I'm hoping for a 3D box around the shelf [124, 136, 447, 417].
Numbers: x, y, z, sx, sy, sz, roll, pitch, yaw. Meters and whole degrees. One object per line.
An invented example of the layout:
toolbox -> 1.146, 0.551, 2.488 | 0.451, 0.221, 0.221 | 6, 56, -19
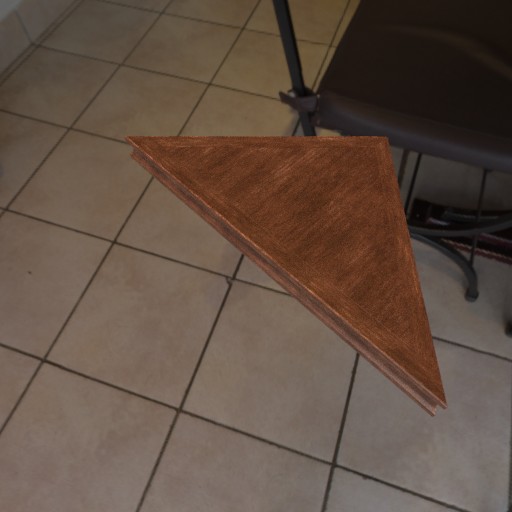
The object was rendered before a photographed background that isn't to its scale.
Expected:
shelf -> 0.000, 0.000, 0.434 | 0.296, 0.035, 0.296 | 0, 58, 0
